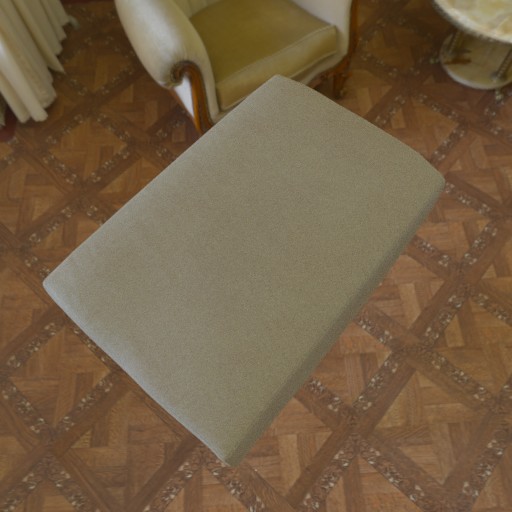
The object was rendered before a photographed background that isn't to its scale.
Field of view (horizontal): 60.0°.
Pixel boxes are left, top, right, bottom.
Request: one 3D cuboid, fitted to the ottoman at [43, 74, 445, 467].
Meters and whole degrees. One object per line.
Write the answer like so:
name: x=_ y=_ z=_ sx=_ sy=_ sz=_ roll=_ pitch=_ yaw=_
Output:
ottoman: x=0.000 y=0.000 z=1.188 sx=0.590 sy=0.444 sz=0.872 roll=37 pitch=70 yaw=16
